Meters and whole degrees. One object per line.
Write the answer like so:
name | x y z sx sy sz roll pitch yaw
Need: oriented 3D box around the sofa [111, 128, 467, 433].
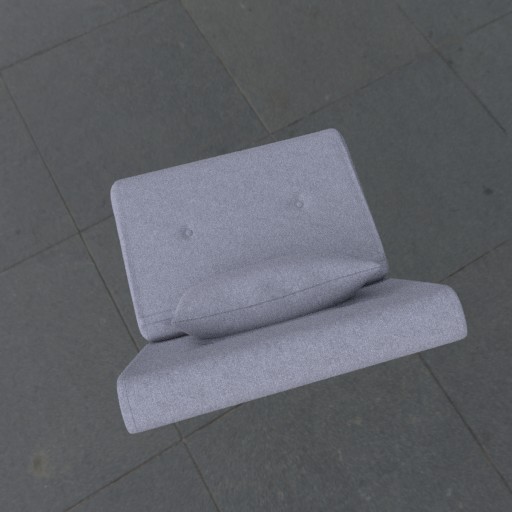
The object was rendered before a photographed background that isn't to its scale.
sofa | 0.000 0.000 1.718 1.020 0.825 1.000 -15 74 -4
